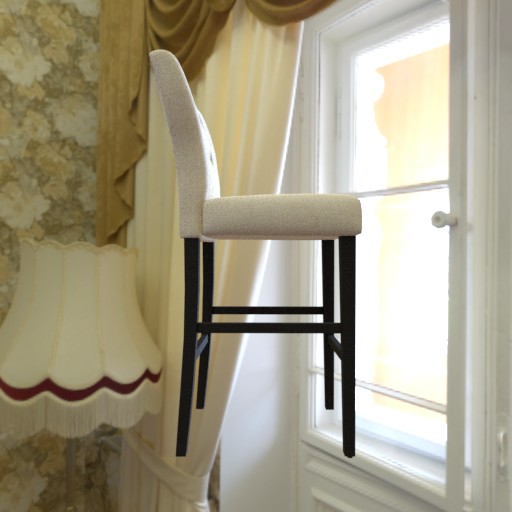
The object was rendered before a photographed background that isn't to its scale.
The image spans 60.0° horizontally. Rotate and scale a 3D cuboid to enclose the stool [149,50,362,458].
[{"bbox_3d":[0.000,0.000,1.437,0.603,1.124,0.516,0,0,1],"label":"stool"}]
